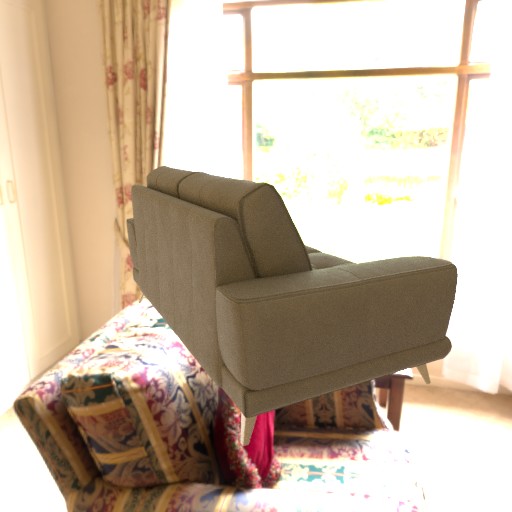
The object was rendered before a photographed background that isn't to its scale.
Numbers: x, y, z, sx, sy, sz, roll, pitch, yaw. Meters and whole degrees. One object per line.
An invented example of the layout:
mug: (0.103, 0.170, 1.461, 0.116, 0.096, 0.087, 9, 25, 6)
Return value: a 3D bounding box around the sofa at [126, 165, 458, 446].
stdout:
sofa: (0.000, 0.000, 2.366, 1.018, 0.907, 1.806, -7, 16, -26)
